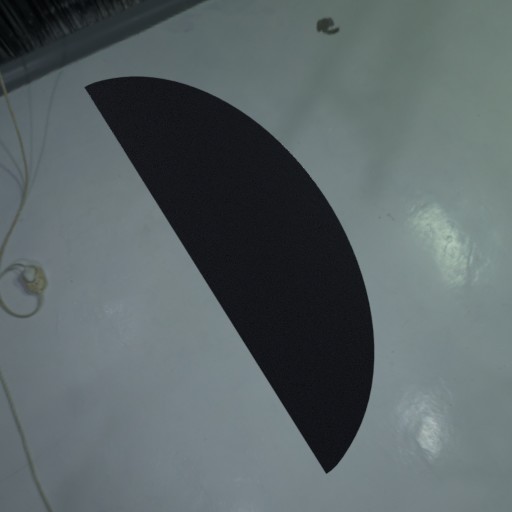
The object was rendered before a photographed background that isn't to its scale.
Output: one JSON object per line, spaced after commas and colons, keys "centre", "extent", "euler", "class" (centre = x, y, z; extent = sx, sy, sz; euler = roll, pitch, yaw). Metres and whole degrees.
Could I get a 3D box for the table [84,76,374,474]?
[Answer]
{"centre": [0.000, 0.000, 1.561], "extent": [0.394, 0.780, 1.219], "euler": [-32, 79, -7], "class": "table"}
